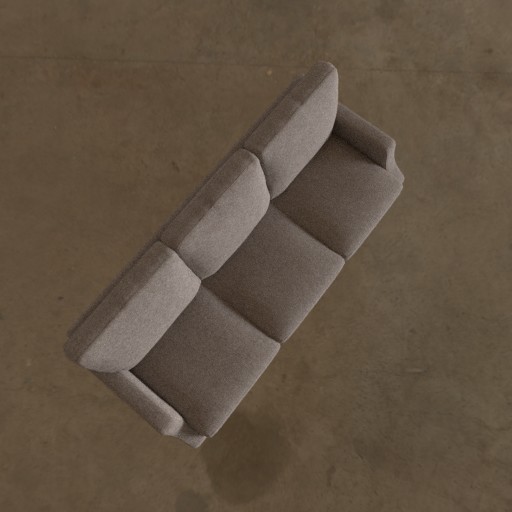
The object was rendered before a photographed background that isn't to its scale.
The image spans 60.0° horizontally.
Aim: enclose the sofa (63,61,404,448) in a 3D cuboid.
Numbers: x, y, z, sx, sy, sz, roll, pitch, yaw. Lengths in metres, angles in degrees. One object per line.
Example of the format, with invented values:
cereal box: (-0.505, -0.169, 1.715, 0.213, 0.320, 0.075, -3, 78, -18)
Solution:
sofa: (0.000, 0.000, 2.603, 0.888, 0.984, 2.115, 38, 78, 9)
